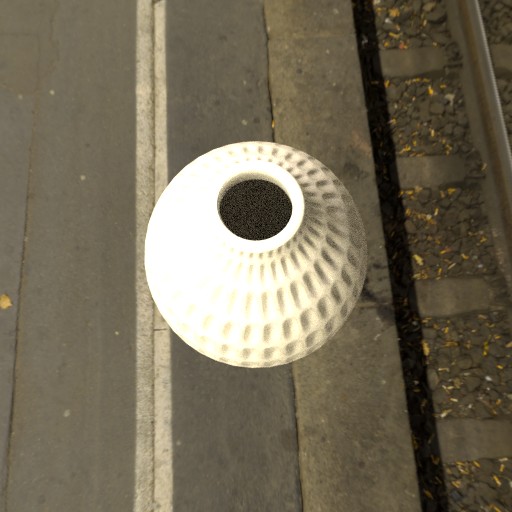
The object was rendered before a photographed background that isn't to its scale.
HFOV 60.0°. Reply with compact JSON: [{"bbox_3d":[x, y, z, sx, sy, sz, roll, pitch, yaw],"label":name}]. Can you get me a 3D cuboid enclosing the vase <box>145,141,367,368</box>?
[{"bbox_3d":[0.000,0.000,0.331,0.162,0.223,0.162,0,76,0],"label":"vase"}]
